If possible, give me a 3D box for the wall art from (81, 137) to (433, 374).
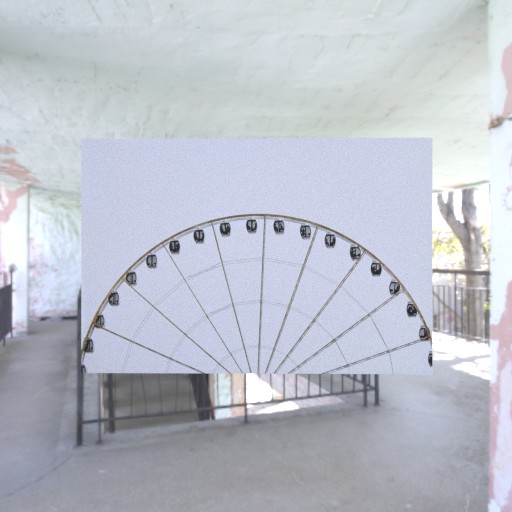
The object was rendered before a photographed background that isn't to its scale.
[{"bbox_3d":[0.000,0.000,1.460,1.144,0.767,0.038,0,0,1],"label":"wall art"}]
